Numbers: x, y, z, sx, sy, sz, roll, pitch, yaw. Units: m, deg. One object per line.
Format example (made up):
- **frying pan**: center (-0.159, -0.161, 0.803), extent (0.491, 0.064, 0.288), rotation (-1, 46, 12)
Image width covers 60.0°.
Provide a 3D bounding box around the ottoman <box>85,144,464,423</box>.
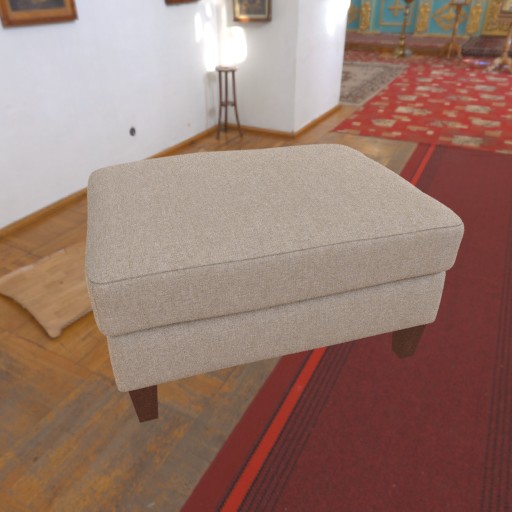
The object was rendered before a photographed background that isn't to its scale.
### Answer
- **ottoman**: center (0.000, 0.000, 1.330), extent (0.898, 0.519, 0.677), rotation (-9, 33, -15)
